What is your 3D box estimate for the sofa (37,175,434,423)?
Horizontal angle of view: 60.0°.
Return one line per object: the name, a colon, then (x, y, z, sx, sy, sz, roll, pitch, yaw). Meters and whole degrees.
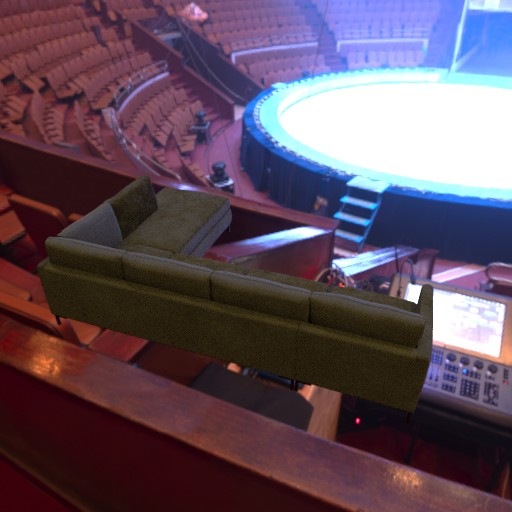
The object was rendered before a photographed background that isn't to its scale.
sofa: (0.000, 0.000, 3.284, 2.486, 0.687, 1.707, 11, 34, 17)
